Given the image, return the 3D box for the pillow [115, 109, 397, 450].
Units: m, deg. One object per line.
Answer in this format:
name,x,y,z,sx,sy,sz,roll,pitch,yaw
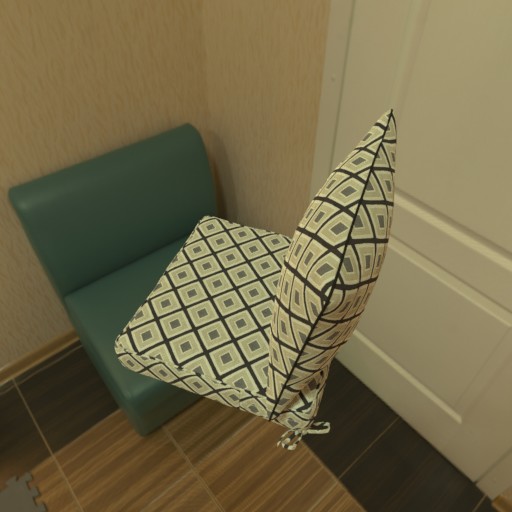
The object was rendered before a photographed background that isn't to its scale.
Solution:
pillow,0.000,0.000,1.364,0.733,0.722,0.798,15,48,14
